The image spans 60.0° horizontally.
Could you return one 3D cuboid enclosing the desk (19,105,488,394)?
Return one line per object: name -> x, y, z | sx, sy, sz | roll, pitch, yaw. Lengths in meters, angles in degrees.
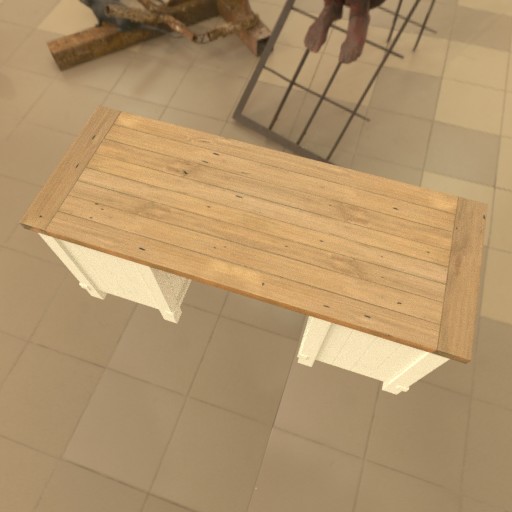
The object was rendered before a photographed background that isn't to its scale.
desk -> 0.000, 0.000, 2.160 | 1.803, 0.760, 0.688 | 16, 64, 8
